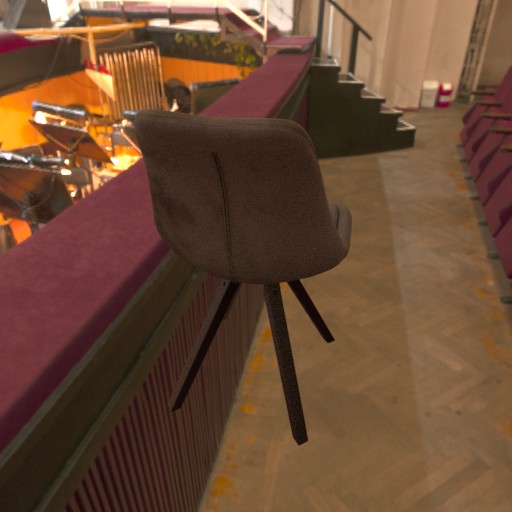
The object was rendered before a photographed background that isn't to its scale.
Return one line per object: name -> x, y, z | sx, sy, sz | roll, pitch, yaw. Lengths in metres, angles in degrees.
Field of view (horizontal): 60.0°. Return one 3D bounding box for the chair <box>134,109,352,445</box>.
chair -> 0.000, 0.000, 1.169 | 0.476, 0.850, 0.550 | 9, 33, 14
